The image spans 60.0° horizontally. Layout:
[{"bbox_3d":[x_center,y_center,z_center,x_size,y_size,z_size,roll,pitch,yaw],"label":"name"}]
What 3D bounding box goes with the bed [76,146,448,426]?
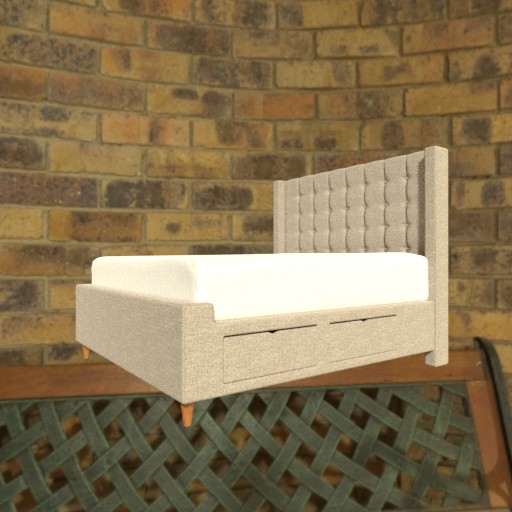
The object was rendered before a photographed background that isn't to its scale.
[{"bbox_3d":[0.000,0.000,3.699,2.372,1.748,2.044,0,0,-36],"label":"bed"}]
